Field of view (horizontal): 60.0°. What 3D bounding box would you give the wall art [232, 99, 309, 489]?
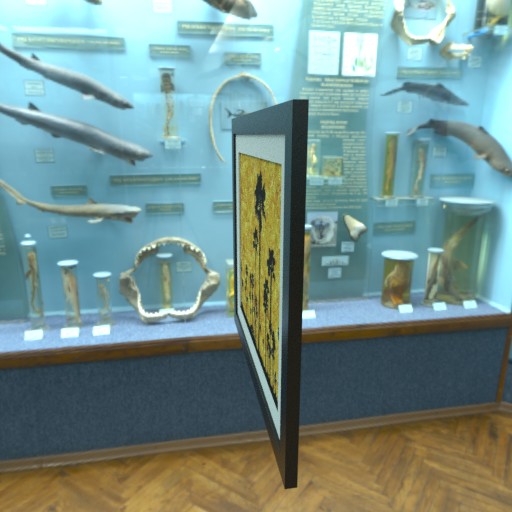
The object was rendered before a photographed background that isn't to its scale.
[{"bbox_3d":[0.000,0.000,0.537,0.012,0.332,0.383,-2,15,-9],"label":"wall art"}]
